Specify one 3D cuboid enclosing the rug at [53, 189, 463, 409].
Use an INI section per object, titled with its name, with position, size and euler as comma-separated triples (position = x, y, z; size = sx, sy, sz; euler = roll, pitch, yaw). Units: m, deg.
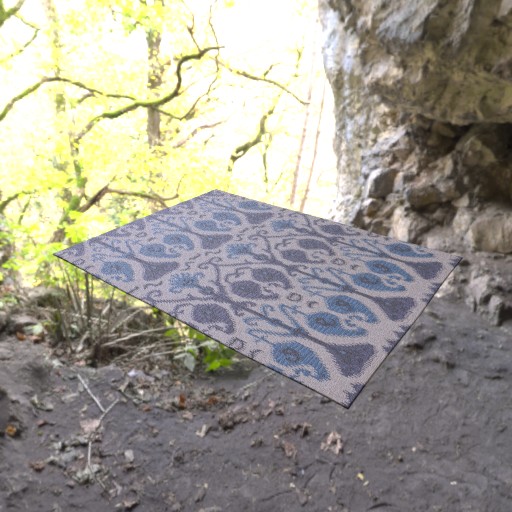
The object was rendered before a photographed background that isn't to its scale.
[rug]
position = 0.000, 0.000, 3.030
size = 2.261, 0.013, 1.676
euler = 20, 34, 33
